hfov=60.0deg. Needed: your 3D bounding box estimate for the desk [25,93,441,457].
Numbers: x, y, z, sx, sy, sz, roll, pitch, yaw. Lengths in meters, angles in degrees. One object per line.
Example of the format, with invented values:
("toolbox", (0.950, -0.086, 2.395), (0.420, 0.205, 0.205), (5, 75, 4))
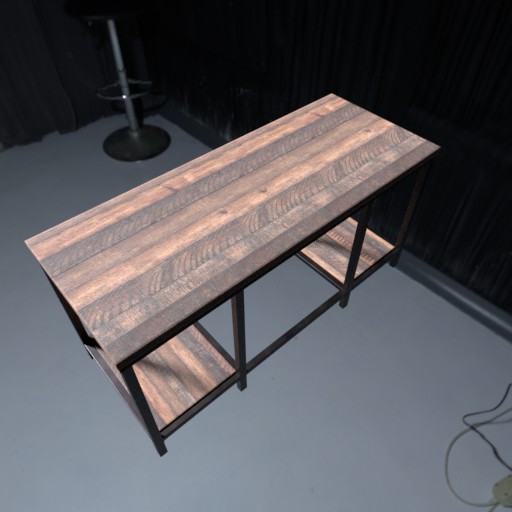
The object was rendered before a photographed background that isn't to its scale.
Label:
("desk", (0.000, 0.000, 1.959), (1.538, 0.753, 0.617), (-33, 55, -27))
